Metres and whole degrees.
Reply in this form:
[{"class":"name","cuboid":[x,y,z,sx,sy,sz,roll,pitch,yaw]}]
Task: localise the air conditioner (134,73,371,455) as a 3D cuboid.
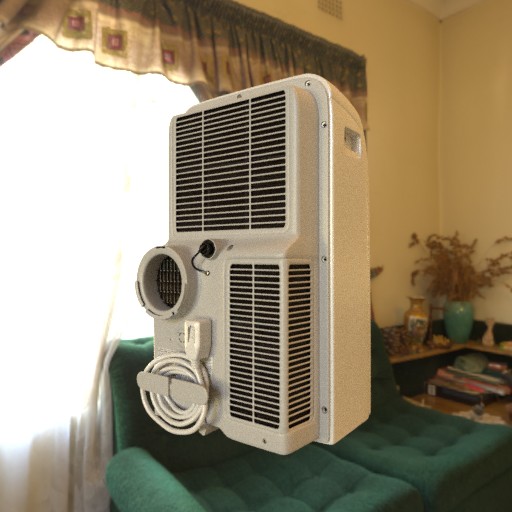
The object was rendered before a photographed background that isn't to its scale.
[{"class":"air conditioner","cuboid":[0.000,0.000,1.056,0.449,0.786,0.414,0,0,36]}]
